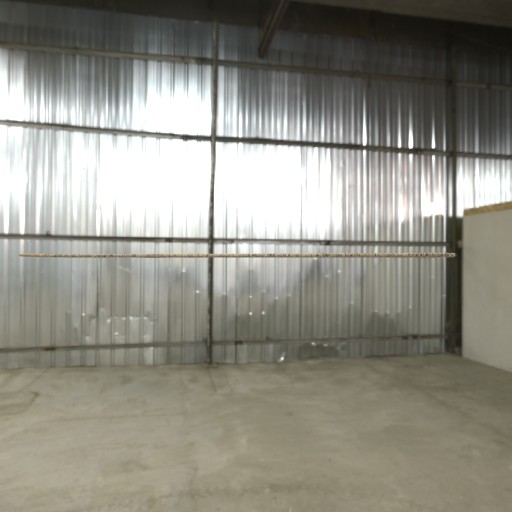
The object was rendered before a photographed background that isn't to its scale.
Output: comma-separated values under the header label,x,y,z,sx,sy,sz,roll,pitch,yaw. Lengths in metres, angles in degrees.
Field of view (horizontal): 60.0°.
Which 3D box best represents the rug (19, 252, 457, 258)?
label,x,y,z,sx,sy,sz,roll,pitch,yaw
rug,0.000,0.000,4.190,3.199,0.036,2.414,0,0,18
